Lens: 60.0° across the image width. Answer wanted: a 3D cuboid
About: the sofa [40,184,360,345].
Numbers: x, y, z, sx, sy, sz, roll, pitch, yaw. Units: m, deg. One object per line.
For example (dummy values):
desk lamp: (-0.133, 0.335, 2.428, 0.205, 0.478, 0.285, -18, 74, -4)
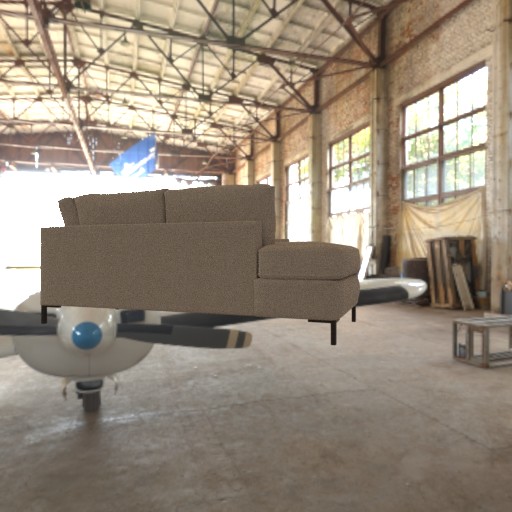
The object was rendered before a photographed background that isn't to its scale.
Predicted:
sofa: (0.000, 0.000, 3.903, 1.989, 0.862, 2.984, 0, 1, 20)
